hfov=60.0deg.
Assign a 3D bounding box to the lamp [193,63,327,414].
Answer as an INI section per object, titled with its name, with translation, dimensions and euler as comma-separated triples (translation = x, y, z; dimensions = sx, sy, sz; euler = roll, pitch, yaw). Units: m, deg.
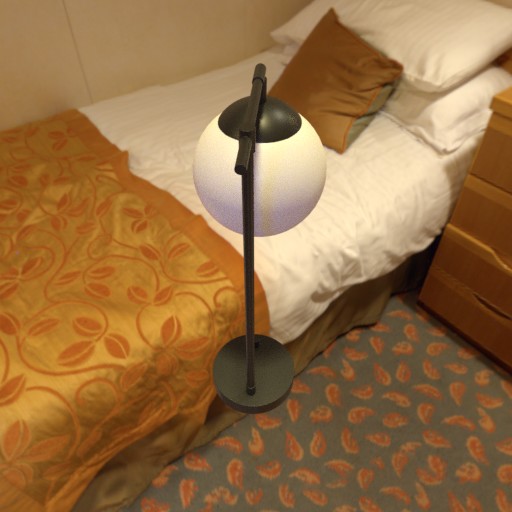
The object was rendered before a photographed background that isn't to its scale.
[lamp]
translation = 0.000, 0.000, 0.702
dimensions = 0.197, 0.559, 0.316
euler = 4, 45, 4
